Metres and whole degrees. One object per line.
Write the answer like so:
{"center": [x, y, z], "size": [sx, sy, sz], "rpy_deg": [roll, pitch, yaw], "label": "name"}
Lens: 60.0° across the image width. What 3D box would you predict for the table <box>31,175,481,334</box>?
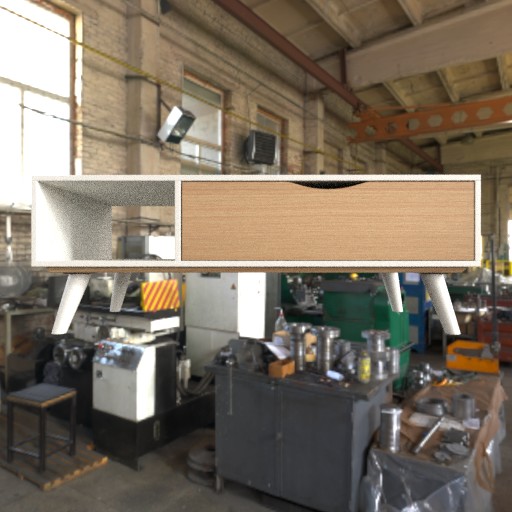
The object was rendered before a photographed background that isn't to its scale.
{"center": [0.000, 0.000, 1.482], "size": [1.194, 0.432, 0.609], "rpy_deg": [0, 0, 0], "label": "table"}
